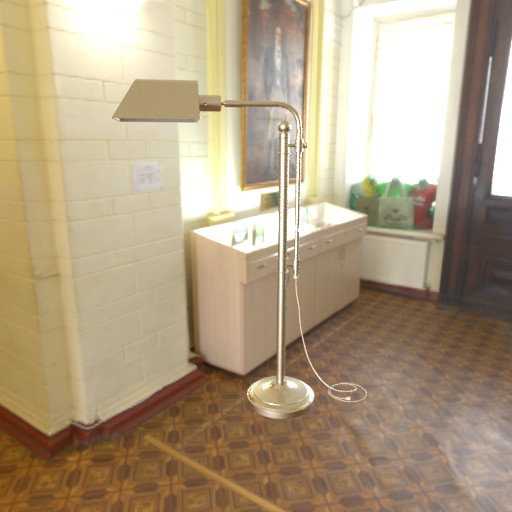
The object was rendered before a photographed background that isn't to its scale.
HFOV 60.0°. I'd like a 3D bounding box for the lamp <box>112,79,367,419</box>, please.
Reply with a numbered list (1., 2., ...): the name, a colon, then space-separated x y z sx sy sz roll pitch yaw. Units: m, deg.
1. lamp: 0.000 0.000 0.961 0.546 0.708 0.159 -2 14 -9
